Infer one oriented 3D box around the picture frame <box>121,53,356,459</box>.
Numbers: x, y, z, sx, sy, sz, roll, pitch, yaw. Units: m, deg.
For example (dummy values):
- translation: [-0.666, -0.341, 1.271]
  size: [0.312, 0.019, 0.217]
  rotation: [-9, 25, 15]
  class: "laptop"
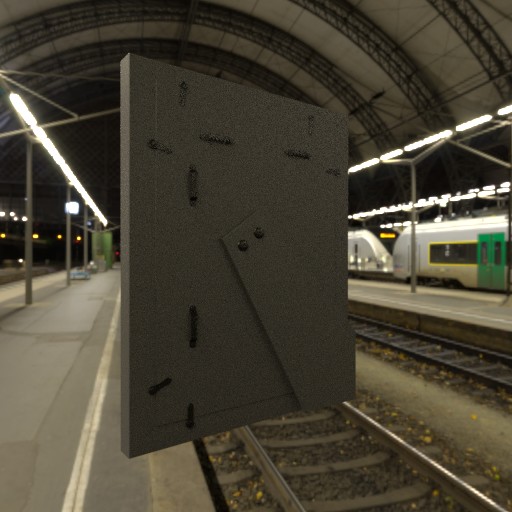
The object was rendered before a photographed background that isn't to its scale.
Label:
- translation: [0.000, 0.000, 0.514]
  size: [0.307, 0.383, 0.036]
  rotation: [0, 0, -37]
  class: "picture frame"
